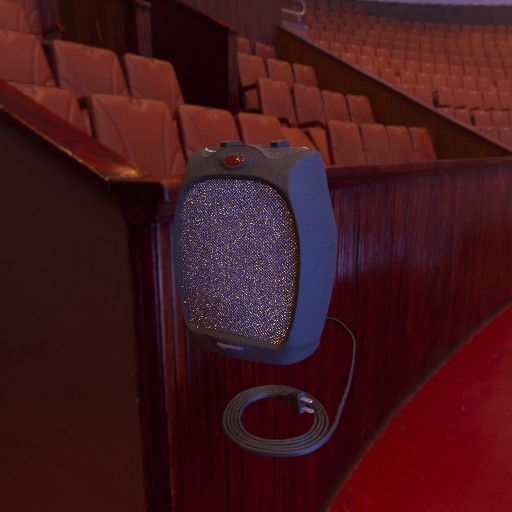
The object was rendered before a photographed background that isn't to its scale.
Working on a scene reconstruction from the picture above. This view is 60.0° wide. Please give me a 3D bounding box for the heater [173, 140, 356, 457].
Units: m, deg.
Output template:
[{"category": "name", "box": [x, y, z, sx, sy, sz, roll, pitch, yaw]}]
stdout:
[{"category": "heater", "box": [0.000, 0.000, 0.473, 0.239, 0.240, 0.291, 7, 16, 26]}]
